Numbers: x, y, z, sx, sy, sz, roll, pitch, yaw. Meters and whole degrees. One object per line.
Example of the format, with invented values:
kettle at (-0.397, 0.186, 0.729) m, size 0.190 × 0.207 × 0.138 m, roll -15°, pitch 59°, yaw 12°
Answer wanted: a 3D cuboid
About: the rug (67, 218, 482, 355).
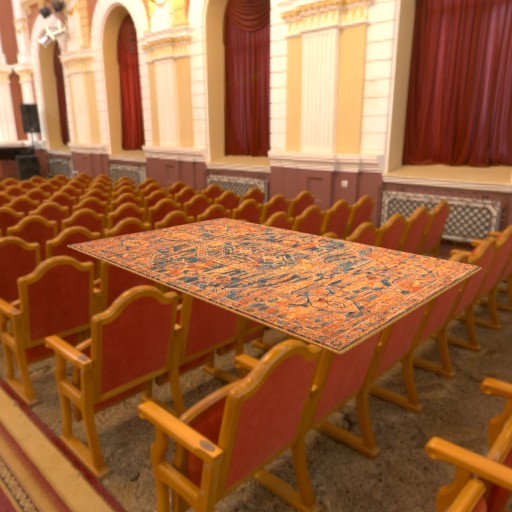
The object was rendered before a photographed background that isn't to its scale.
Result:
rug at (0.000, 0.000, 1.082) m, size 0.863 × 0.008 × 0.557 m, roll 14°, pitch 21°, yaw 42°
